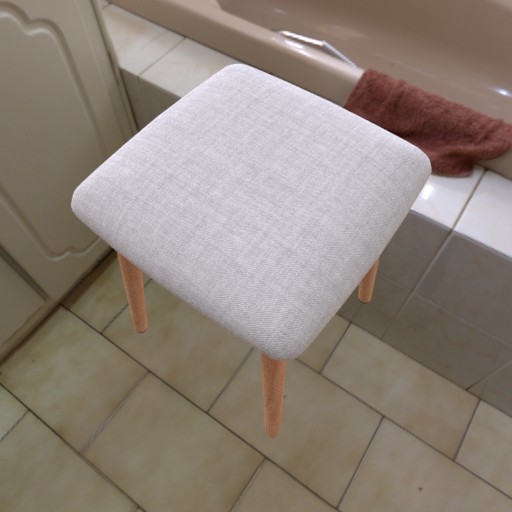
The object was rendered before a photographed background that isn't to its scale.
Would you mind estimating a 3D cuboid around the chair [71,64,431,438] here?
[{"bbox_3d":[0.000,0.000,0.705,0.350,0.440,0.350,33,64,18],"label":"chair"}]
